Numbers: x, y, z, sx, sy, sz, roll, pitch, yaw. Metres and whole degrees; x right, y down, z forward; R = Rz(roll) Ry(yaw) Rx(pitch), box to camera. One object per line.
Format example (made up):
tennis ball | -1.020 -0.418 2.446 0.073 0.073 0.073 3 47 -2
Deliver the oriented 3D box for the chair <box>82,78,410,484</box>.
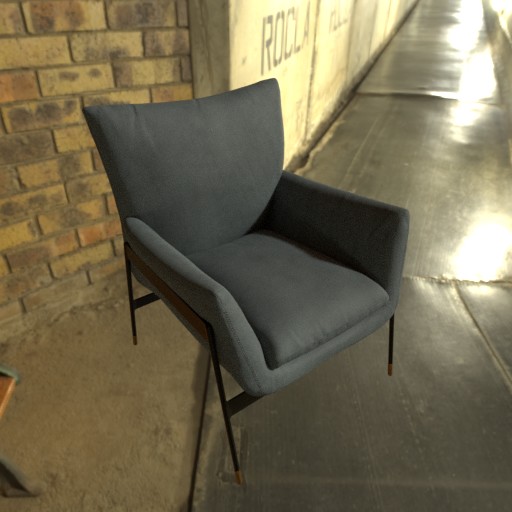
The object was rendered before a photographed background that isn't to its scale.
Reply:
chair | 0.000 0.000 1.352 0.678 0.858 0.709 -22 39 -31
